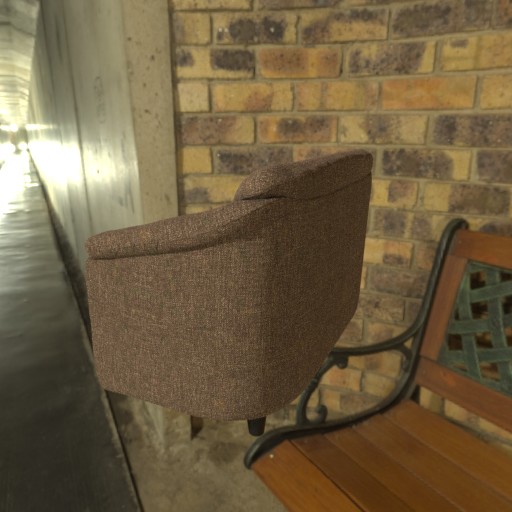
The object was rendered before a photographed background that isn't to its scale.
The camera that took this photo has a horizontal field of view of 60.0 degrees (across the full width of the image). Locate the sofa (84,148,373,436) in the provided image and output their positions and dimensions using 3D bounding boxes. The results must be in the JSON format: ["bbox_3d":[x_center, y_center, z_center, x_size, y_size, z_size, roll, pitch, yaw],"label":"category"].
[{"bbox_3d":[0.000,0.000,1.937,0.799,0.895,1.404,8,18,24],"label":"sofa"}]
